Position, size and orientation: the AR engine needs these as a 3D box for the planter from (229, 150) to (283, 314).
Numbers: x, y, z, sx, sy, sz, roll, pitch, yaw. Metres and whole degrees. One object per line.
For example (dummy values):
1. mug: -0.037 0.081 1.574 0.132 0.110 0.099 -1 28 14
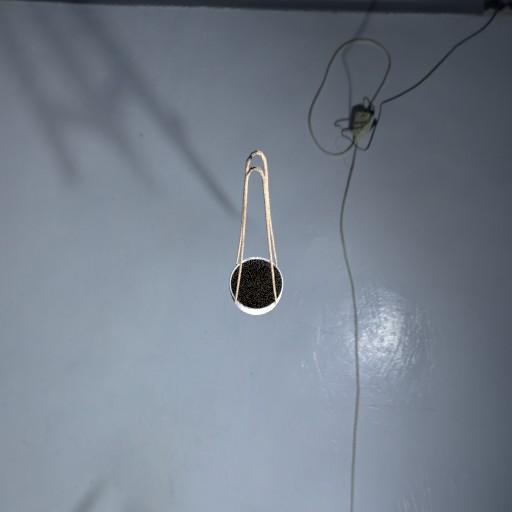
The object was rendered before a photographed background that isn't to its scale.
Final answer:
1. planter: 0.000 0.000 0.909 0.146 0.841 0.146 2 75 0
